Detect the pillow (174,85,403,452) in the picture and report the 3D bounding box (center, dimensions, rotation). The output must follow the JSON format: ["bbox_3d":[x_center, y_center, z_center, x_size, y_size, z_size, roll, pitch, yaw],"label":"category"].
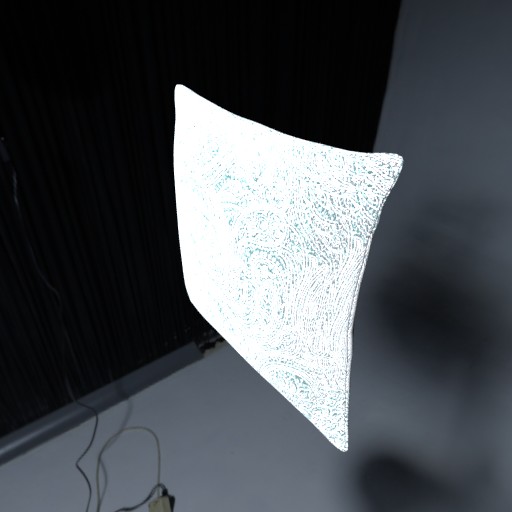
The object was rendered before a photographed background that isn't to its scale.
[{"bbox_3d":[0.000,0.000,0.791,0.166,0.507,0.526,-21,37,-30],"label":"pillow"}]
